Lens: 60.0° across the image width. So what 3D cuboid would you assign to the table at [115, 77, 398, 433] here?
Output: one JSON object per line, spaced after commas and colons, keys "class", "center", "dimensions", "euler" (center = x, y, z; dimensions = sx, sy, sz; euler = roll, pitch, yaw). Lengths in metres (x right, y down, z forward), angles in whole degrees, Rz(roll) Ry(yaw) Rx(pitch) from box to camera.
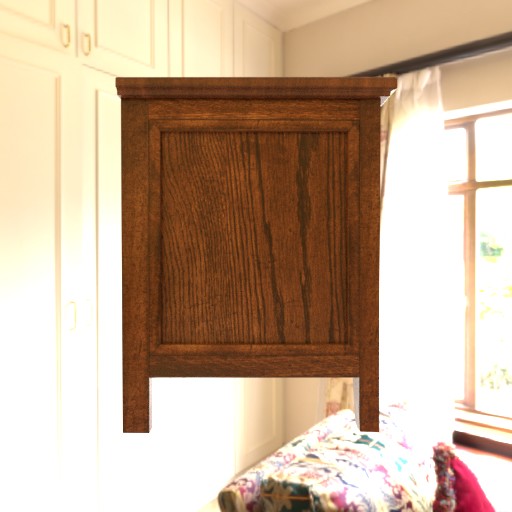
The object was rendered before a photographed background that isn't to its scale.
{"class": "table", "center": [0.000, 0.000, 1.019], "dimensions": [0.461, 0.597, 0.586], "euler": [0, 1, 0]}
